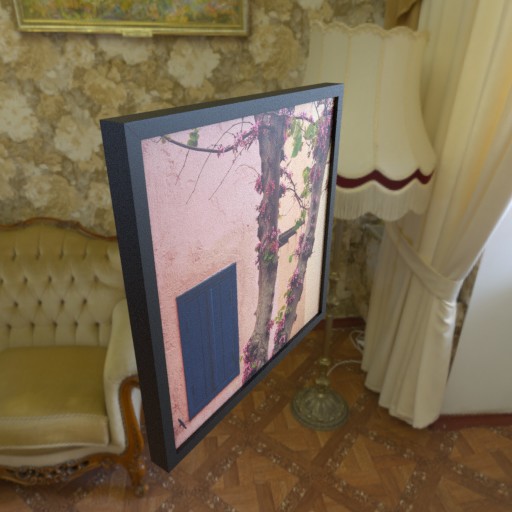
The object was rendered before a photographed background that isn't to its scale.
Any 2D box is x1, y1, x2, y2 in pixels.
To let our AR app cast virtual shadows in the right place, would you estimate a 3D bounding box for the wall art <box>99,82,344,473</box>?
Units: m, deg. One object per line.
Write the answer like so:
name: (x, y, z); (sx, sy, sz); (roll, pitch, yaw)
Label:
wall art: (0.000, 0.000, 0.745); (0.038, 0.508, 0.508); (17, 31, 31)
